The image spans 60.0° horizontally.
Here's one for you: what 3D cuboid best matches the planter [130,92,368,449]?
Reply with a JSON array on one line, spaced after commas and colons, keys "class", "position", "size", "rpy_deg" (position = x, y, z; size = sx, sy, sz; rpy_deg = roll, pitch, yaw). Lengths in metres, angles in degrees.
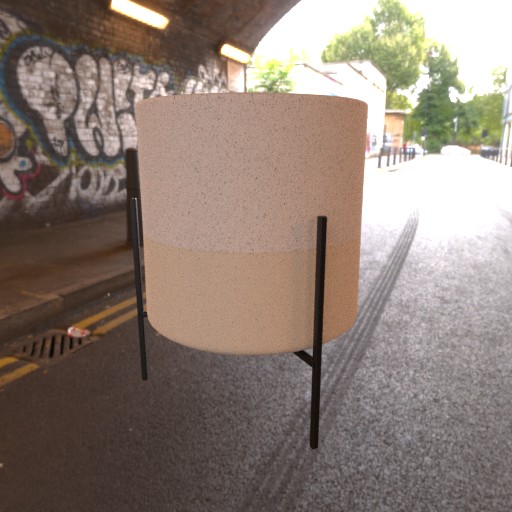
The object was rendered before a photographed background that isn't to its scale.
[{"class": "planter", "position": [0.000, 0.000, 0.648], "size": [0.313, 0.423, 0.335], "rpy_deg": [-7, 16, -26]}]
